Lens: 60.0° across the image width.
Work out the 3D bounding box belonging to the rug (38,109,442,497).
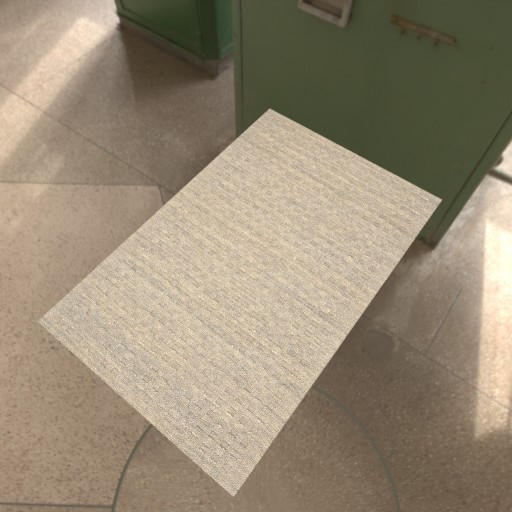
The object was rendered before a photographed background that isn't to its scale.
[{"bbox_3d":[0.000,0.000,2.179,1.142,0.006,1.752,34,65,18],"label":"rug"}]
